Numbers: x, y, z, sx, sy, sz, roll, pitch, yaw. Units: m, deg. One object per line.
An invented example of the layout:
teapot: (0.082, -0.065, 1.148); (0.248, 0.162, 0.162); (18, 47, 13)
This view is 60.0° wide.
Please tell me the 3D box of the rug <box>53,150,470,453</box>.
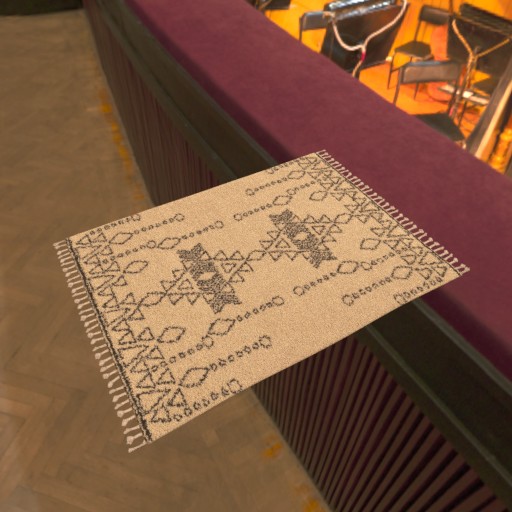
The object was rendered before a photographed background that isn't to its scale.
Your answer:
rug: (0.000, 0.000, 3.871); (3.027, 0.028, 2.125); (-23, 50, -20)
